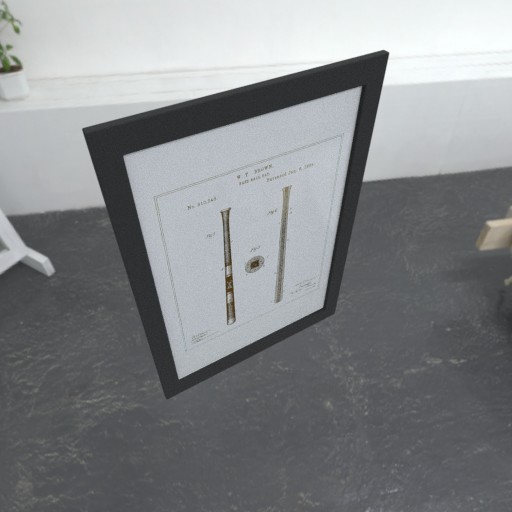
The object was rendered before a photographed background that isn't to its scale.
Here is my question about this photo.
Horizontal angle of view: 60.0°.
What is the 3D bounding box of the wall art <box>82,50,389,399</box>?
[{"bbox_3d":[0.000,0.000,0.669,0.374,0.529,0.012,-23,50,-21],"label":"wall art"}]
